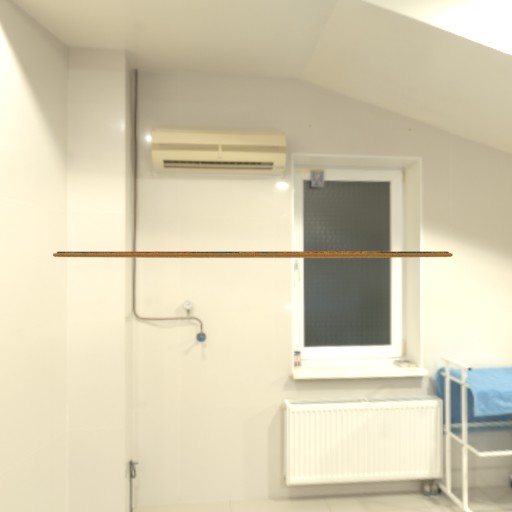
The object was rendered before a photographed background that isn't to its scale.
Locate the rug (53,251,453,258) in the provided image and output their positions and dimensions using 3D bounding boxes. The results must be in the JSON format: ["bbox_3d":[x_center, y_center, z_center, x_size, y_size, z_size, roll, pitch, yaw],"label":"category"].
[{"bbox_3d":[0.000,0.000,1.046,0.557,0.008,0.863,0,0,1],"label":"rug"}]
